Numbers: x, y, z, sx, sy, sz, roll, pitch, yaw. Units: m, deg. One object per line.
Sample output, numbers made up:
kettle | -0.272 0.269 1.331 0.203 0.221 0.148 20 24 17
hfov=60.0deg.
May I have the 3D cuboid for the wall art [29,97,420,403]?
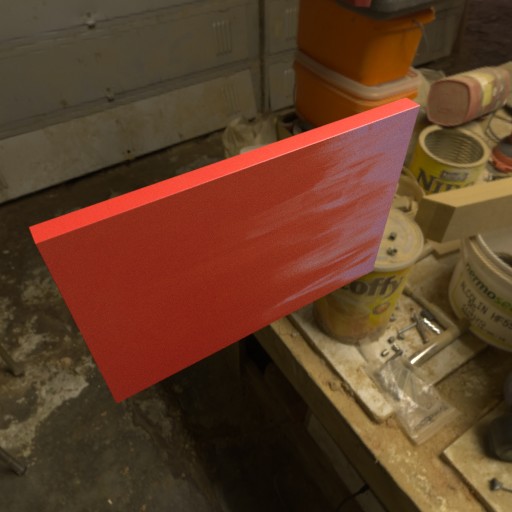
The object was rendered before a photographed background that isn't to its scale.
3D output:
wall art | 0.000 0.000 0.767 0.607 0.405 0.033 -24 51 -21
